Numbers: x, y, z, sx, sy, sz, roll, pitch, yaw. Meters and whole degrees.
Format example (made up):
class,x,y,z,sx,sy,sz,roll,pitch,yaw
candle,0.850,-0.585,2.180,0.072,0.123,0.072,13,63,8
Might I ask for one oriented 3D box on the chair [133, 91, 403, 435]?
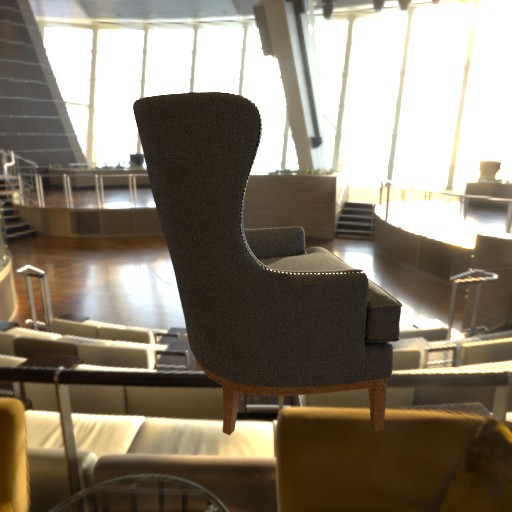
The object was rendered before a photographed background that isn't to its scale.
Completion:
class,x,y,z,sx,sy,sz,roll,pitch,yaw
chair,0.000,0.000,1.790,0.883,1.176,0.864,-3,15,-10
